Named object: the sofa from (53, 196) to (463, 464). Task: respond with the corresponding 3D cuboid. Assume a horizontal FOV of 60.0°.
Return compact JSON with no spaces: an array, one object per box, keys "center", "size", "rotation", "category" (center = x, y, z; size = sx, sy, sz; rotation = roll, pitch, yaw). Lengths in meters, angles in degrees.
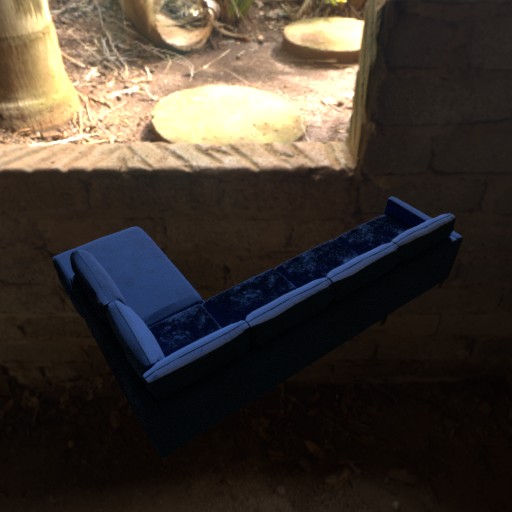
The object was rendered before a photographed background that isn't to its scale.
[{"center":[0.000,0.000,3.260],"size":[2.486,0.687,1.707],"rotation":[-25,46,-26],"category":"sofa"}]
